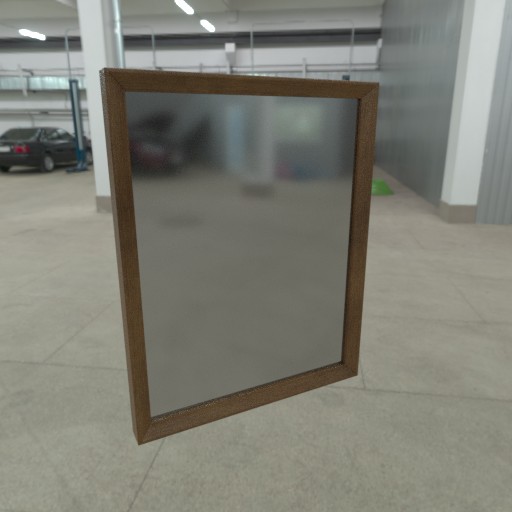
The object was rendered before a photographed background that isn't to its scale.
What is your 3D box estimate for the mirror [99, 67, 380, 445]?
[{"bbox_3d":[0.000,0.000,0.677,0.406,0.509,0.041,-8,19,-26],"label":"mirror"}]
